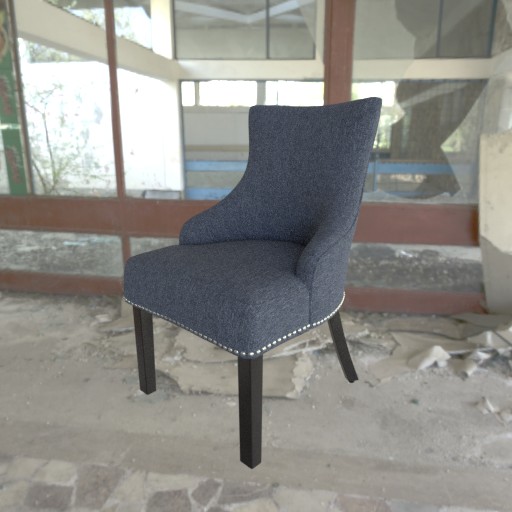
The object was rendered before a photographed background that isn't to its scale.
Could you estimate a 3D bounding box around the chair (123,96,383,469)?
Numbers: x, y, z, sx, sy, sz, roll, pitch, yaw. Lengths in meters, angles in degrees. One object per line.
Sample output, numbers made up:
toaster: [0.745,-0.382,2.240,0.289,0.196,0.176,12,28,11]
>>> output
chair: [0.000,0.000,1.336,0.566,0.909,0.629,14,20,43]
